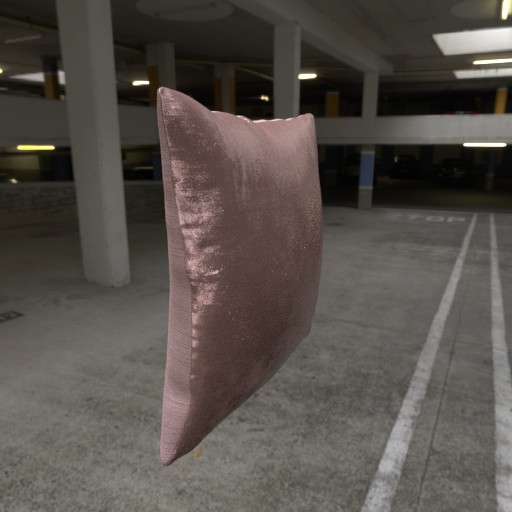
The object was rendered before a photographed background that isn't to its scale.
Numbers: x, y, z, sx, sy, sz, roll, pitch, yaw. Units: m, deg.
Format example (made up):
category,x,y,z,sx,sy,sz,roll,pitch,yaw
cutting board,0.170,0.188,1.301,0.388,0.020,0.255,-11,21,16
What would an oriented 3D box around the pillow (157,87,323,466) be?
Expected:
category,x,y,z,sx,sy,sz,roll,pitch,yaw
pillow,0.000,0.000,0.709,0.175,0.464,0.470,7,17,26
